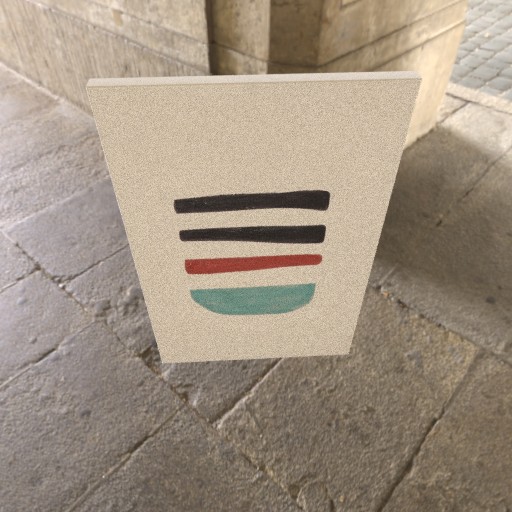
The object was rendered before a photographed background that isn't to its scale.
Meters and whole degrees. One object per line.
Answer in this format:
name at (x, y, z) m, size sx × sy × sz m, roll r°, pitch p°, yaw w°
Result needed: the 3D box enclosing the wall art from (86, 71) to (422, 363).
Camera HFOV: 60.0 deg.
wall art at (0.000, 0.000, 1.131) m, size 0.607 × 0.912 × 0.038 m, roll -2°, pitch 45°, yaw -2°
